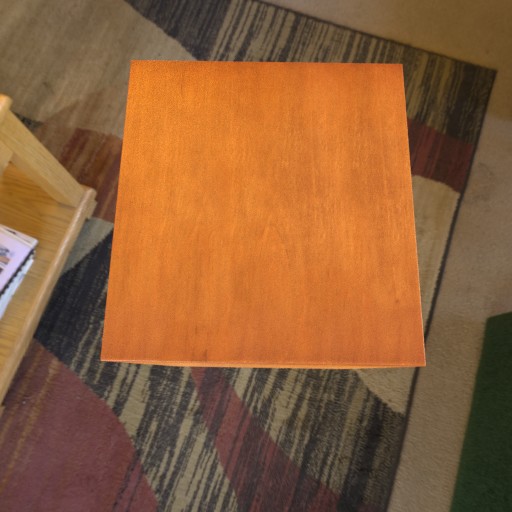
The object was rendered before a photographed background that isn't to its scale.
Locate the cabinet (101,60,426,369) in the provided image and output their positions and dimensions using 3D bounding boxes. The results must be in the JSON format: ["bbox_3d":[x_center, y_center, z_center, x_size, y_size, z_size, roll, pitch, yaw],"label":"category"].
[{"bbox_3d":[0.000,0.000,0.846,0.401,0.579,0.409,1,75,0],"label":"cabinet"}]
